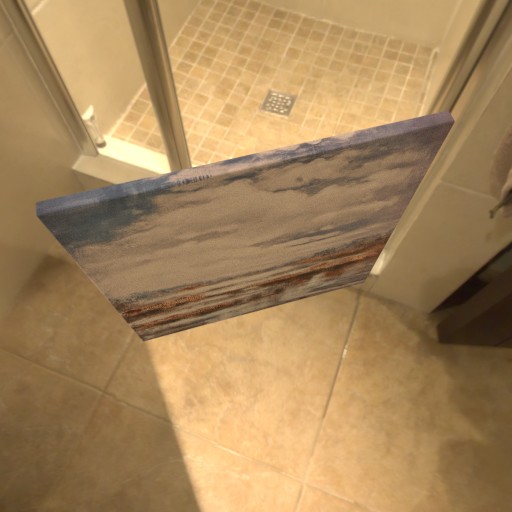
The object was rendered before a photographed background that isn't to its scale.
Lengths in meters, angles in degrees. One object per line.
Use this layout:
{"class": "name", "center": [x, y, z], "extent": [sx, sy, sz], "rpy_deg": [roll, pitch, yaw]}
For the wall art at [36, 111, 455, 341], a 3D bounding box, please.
{"class": "wall art", "center": [0.000, 0.000, 1.314], "extent": [0.888, 0.897, 0.035], "rpy_deg": [-14, 65, -7]}
